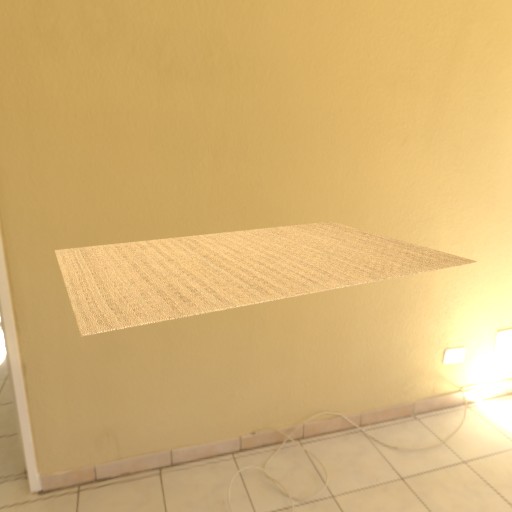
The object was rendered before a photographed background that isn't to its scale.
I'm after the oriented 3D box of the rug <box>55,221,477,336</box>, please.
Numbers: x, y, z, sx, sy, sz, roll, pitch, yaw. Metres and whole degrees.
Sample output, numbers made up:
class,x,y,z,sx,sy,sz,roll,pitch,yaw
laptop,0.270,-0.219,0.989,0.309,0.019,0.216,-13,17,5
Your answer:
class,x,y,z,sx,sy,sz,roll,pitch,yaw
rug,0.000,0.000,2.188,1.752,0.006,1.142,-8,17,-26
